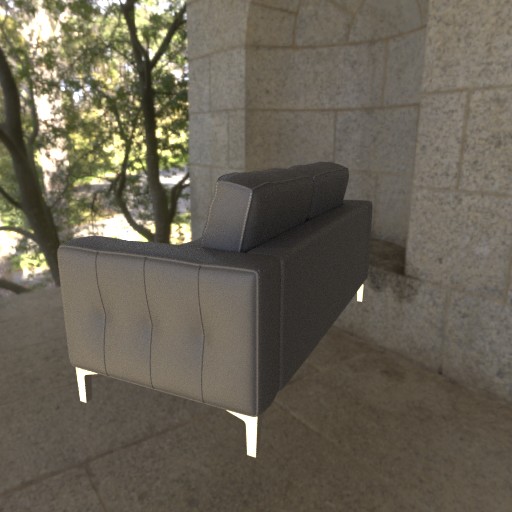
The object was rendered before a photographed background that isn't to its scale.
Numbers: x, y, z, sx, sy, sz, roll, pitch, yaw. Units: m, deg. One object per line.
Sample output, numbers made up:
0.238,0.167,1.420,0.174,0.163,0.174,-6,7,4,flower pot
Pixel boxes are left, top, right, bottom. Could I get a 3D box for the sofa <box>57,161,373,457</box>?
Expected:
0.000,0.000,2.214,0.833,0.892,1.726,7,16,24,sofa
